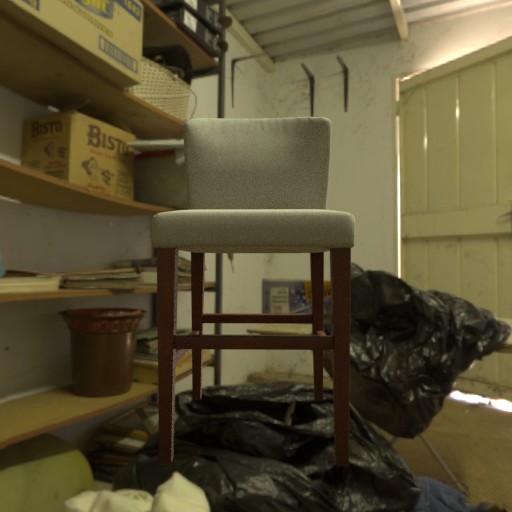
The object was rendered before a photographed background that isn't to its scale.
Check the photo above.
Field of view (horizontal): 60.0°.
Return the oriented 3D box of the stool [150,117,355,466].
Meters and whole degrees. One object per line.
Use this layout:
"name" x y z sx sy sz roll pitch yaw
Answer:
"stool" 0.000 0.000 1.279 0.479 0.968 0.568 0 -1 1
